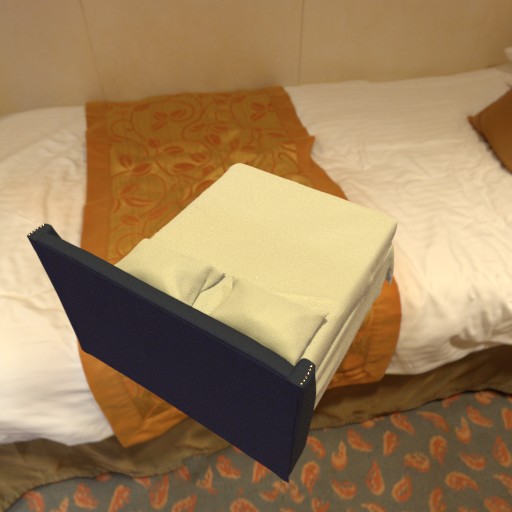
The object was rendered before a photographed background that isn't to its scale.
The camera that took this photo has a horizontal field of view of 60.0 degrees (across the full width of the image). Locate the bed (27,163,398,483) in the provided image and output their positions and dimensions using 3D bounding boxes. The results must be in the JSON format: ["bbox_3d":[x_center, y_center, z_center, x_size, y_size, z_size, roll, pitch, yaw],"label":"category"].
[{"bbox_3d":[0.000,0.000,3.462,1.925,1.332,2.276,24,50,22],"label":"bed"}]
